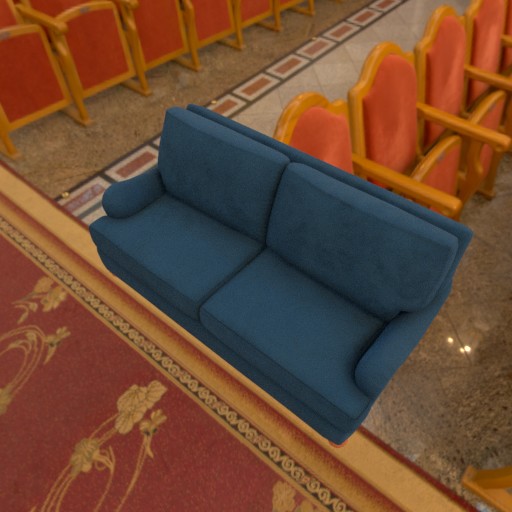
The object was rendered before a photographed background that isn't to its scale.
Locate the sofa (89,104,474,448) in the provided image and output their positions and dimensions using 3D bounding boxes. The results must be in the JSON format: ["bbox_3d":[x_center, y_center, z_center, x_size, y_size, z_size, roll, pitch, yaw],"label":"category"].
[{"bbox_3d":[0.000,0.000,2.778,2.141,1.101,1.084,31,55,26],"label":"sofa"}]
